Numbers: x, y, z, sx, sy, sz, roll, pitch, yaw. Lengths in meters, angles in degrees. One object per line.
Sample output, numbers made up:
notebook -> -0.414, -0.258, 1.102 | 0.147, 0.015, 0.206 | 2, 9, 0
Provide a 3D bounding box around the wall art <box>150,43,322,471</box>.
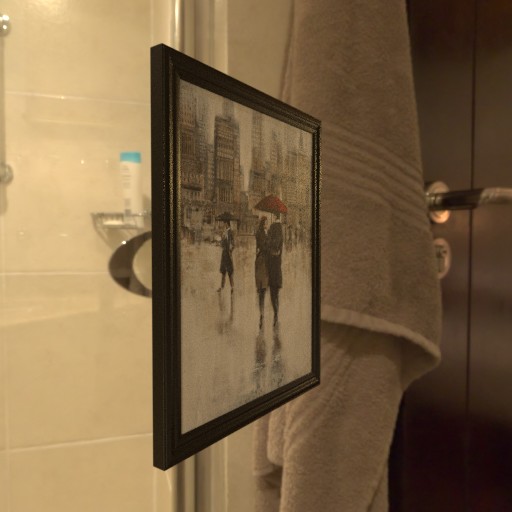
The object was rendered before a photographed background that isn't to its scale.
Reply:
wall art -> 0.000, 0.000, 1.631 | 0.053, 1.194, 0.950 | 1, 2, 36
